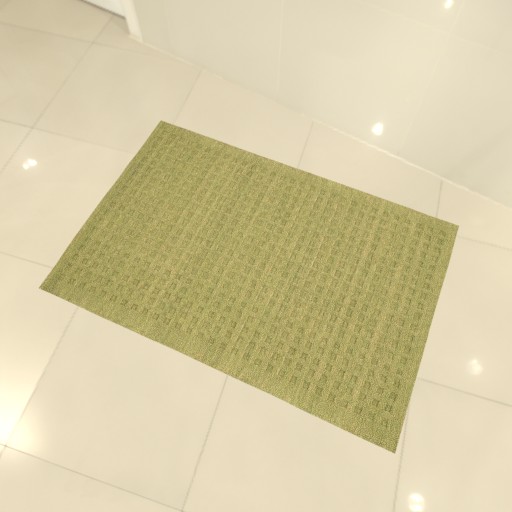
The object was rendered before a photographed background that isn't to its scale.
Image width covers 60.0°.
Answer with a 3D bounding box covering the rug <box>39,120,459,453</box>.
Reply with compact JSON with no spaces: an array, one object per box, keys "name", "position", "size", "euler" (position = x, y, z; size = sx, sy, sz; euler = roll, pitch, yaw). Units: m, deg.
[{"name":"rug","position":[0.000,0.000,2.862],"size":[2.297,0.007,1.529],"euler":[22,65,11]}]
